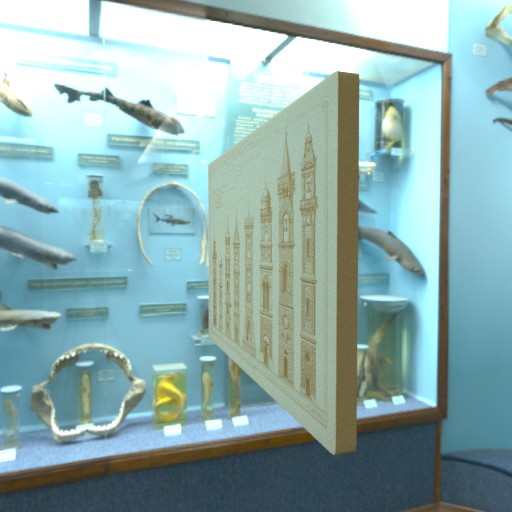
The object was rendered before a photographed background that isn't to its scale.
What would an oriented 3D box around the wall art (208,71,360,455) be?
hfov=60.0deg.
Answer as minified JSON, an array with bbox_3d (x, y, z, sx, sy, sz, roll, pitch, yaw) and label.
[{"bbox_3d":[0.000,0.000,0.472,0.019,0.254,0.380,-1,2,-19],"label":"wall art"}]
